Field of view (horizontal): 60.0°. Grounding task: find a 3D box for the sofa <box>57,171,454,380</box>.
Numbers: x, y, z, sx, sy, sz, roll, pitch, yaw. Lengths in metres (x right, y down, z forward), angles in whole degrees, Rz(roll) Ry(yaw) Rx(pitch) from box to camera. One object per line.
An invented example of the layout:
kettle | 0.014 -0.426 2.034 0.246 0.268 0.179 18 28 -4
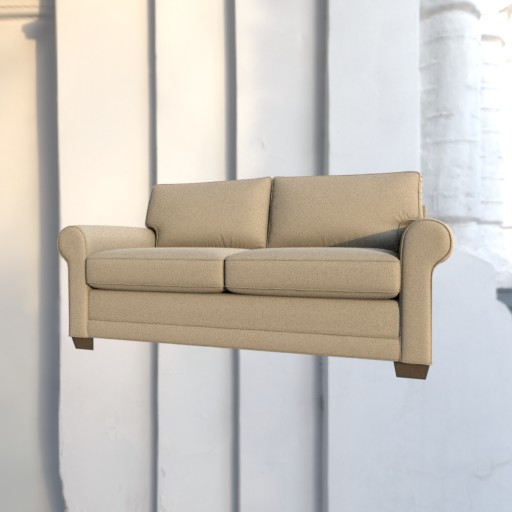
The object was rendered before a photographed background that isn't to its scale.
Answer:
sofa | 0.000 0.000 2.396 1.930 0.952 0.940 0 1 19
